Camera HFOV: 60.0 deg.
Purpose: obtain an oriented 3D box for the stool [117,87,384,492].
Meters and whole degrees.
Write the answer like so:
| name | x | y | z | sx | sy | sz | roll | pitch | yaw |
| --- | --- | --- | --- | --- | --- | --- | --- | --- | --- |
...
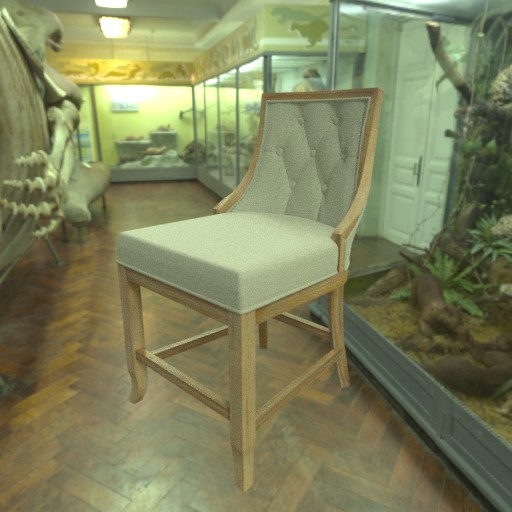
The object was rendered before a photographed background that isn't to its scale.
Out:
| name | x | y | z | sx | sy | sz | roll | pitch | yaw |
| --- | --- | --- | --- | --- | --- | --- | --- | --- | --- |
| stool | 0.000 | 0.000 | 1.310 | 0.524 | 0.938 | 0.626 | 16 | 23 | 41 |
